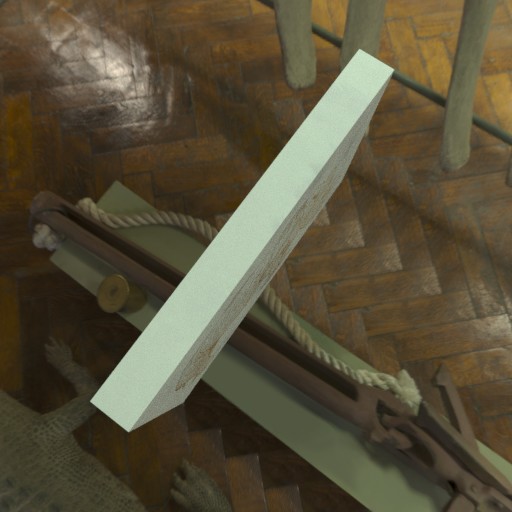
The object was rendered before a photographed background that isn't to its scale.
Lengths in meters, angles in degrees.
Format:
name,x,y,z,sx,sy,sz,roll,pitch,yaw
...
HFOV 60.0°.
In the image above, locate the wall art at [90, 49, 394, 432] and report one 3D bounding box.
name,x,y,z,sx,sy,sz,roll,pitch,yaw
wall art,0.000,0.000,0.493,0.038,0.254,0.381,35,79,8
